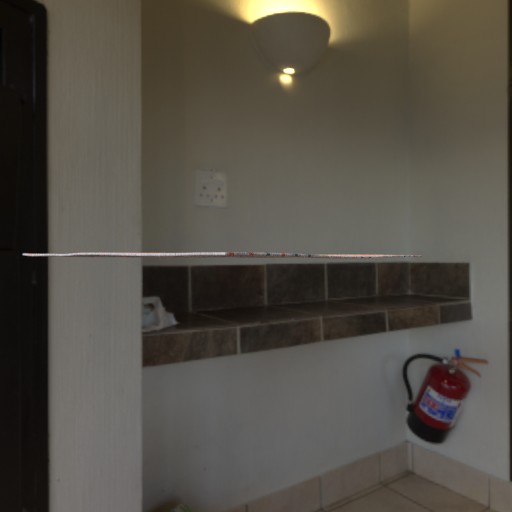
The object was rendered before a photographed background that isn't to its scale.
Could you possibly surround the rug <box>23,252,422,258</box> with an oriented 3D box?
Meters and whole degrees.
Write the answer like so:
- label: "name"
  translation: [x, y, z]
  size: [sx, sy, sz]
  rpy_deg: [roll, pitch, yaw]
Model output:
- label: "rug"
  translation: [0.000, 0.000, 3.056]
  size: [1.537, 0.029, 2.439]
  rpy_deg: [0, 0, 37]
